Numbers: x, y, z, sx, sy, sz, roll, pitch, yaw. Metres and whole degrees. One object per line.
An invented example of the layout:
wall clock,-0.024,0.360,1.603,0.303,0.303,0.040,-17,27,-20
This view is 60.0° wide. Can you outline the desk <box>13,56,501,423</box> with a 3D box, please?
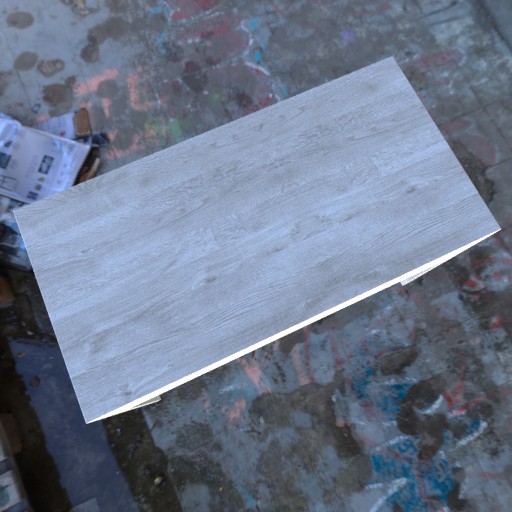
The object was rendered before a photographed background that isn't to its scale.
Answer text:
desk,0.000,0.000,1.472,1.100,0.730,0.560,-24,77,-6
